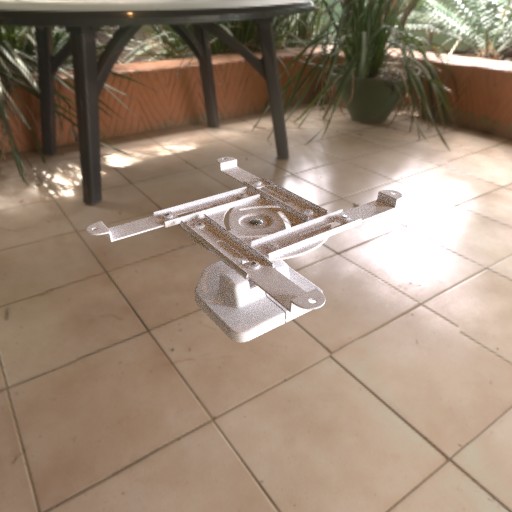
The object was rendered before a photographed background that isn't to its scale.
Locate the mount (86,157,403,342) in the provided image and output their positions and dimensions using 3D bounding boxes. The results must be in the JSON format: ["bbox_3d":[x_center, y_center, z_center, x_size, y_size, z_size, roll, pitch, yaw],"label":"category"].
[{"bbox_3d":[0.000,0.000,0.611,0.394,0.141,0.394,-21,37,-30],"label":"mount"}]
